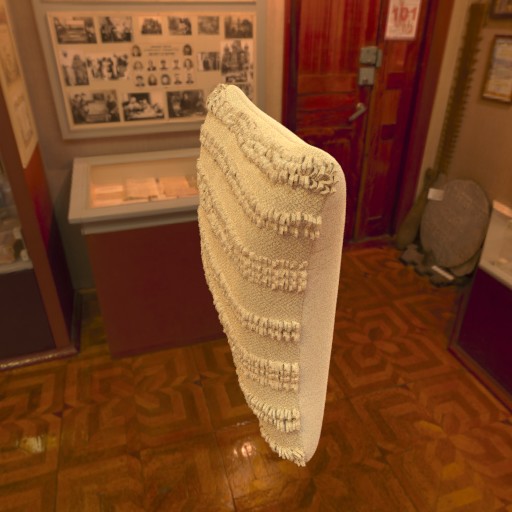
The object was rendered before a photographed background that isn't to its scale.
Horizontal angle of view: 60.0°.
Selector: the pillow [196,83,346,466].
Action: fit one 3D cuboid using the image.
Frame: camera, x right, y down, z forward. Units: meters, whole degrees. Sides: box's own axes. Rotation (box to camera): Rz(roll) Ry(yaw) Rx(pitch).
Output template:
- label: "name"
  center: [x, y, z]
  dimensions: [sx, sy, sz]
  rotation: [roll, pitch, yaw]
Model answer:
- label: "pillow"
  center: [0.000, 0.000, 0.653]
  dimensions: [0.145, 0.427, 0.437]
  rotation: [-8, 31, -13]
